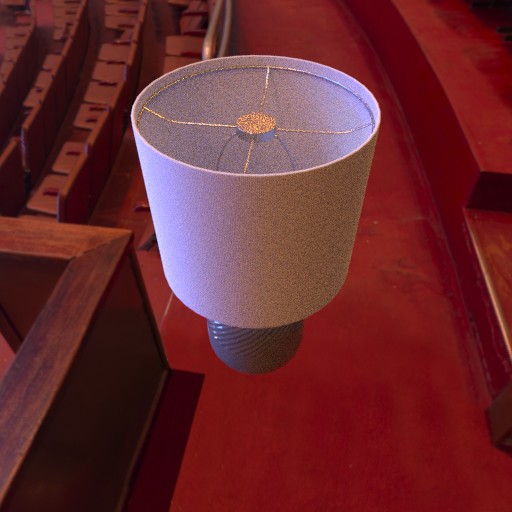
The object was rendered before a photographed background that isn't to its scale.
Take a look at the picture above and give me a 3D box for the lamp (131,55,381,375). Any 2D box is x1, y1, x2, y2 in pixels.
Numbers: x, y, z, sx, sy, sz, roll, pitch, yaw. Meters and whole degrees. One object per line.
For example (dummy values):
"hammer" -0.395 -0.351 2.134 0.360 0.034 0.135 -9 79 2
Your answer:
"lamp" 0.000 0.000 0.504 0.207 0.366 0.207 5 46 5
